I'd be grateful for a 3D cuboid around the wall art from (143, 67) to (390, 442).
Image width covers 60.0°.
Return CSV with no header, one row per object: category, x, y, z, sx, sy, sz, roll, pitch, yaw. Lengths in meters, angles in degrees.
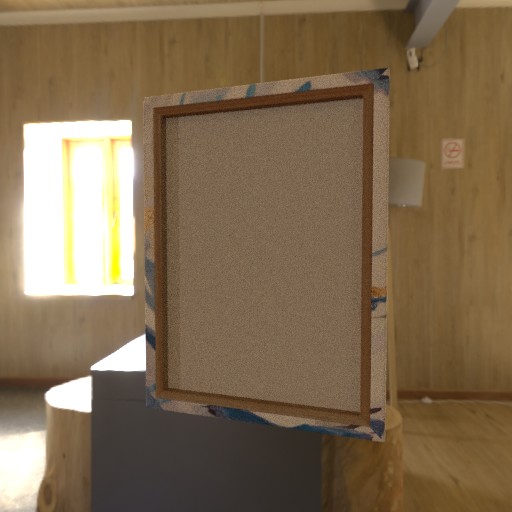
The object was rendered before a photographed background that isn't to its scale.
wall art,0.000,0.000,1.340,0.761,1.015,0.038,1,2,19
